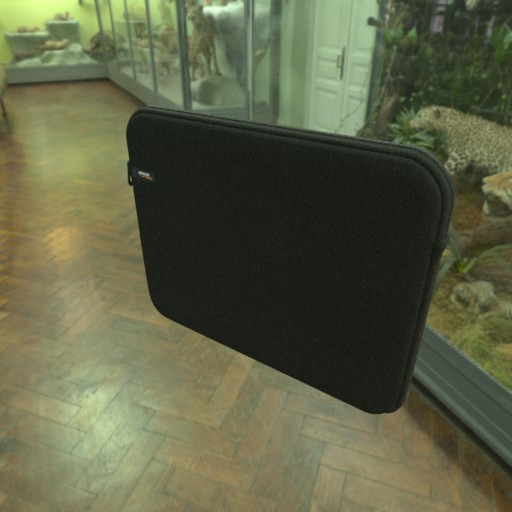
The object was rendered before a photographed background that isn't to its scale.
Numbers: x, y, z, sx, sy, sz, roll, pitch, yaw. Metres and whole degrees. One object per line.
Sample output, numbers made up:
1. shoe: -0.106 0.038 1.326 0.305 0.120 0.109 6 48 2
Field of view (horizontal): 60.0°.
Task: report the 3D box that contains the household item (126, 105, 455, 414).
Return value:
1. household item: 0.000 0.000 0.513 0.396 0.305 0.030 19 34 29
